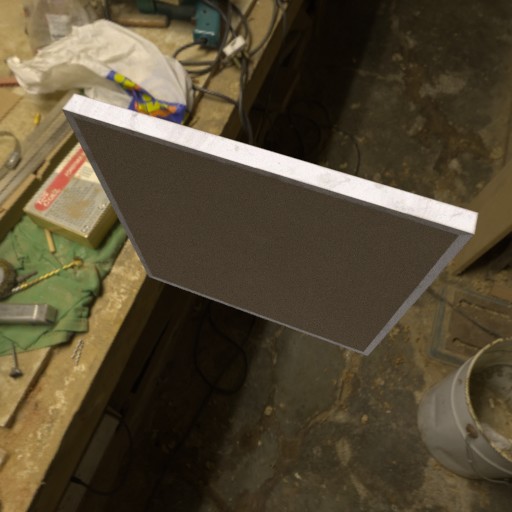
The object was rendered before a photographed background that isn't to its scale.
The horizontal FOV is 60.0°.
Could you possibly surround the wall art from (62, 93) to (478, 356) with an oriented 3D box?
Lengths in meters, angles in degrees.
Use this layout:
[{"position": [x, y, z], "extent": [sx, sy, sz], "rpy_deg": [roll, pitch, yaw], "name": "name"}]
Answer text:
[{"position": [0.000, 0.000, 0.743], "extent": [0.508, 0.506, 0.029], "rpy_deg": [19, 64, 9], "name": "wall art"}]
